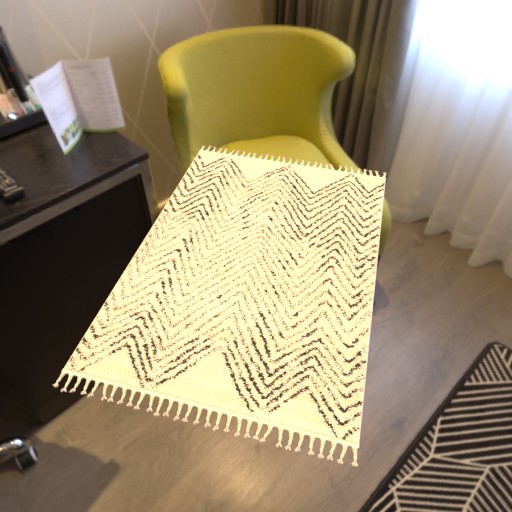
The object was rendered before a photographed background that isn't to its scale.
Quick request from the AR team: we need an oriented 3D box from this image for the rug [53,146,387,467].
[{"bbox_3d":[0.000,0.000,2.288,1.230,0.014,1.847,11,47,10],"label":"rug"}]
